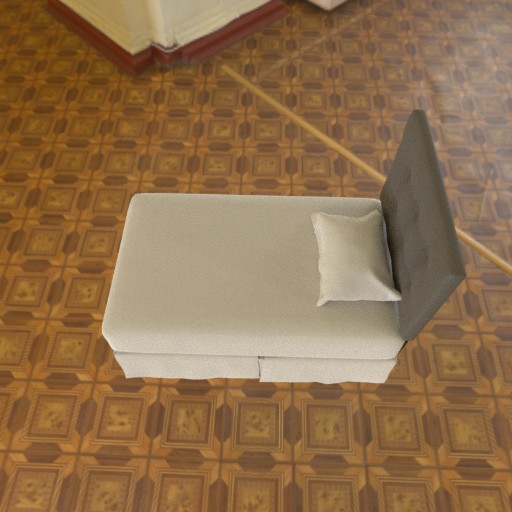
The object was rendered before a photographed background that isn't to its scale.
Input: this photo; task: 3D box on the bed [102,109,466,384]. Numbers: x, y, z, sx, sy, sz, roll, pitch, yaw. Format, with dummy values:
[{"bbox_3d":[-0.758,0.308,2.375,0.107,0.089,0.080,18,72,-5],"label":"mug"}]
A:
[{"bbox_3d":[0.000,0.000,2.991,1.997,1.571,1.261,1,58,1],"label":"bed"}]
